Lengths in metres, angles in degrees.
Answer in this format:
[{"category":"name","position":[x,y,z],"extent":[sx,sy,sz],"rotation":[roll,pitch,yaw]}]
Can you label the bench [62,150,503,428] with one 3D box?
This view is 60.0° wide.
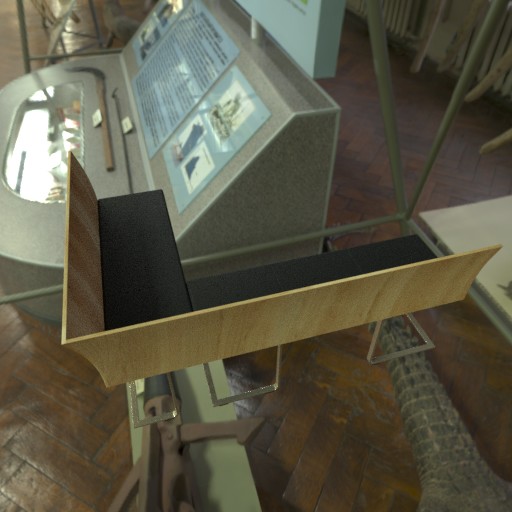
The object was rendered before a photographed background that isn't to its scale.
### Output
[{"category":"bench","position":[0.000,0.000,2.688],"extent":[1.945,0.930,1.495],"rotation":[-11,44,-12]}]
